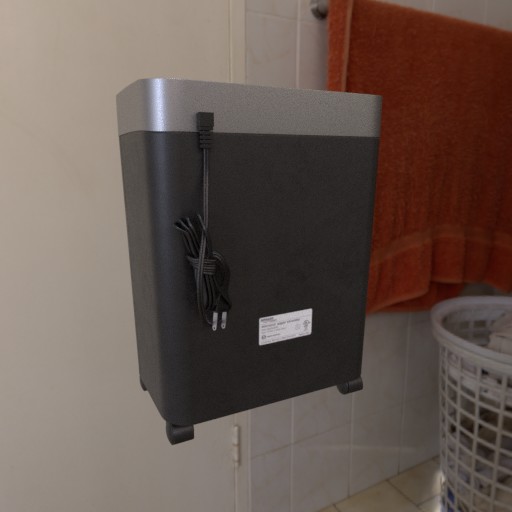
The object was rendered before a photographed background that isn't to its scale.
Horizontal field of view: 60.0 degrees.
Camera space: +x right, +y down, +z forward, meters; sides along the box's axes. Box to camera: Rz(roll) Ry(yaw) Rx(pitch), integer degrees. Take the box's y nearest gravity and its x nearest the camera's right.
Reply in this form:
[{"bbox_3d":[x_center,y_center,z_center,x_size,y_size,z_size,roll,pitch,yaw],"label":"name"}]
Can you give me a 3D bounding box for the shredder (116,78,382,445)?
[{"bbox_3d":[0.000,0.000,0.598,0.311,0.419,0.237,-6,14,-26],"label":"shredder"}]
